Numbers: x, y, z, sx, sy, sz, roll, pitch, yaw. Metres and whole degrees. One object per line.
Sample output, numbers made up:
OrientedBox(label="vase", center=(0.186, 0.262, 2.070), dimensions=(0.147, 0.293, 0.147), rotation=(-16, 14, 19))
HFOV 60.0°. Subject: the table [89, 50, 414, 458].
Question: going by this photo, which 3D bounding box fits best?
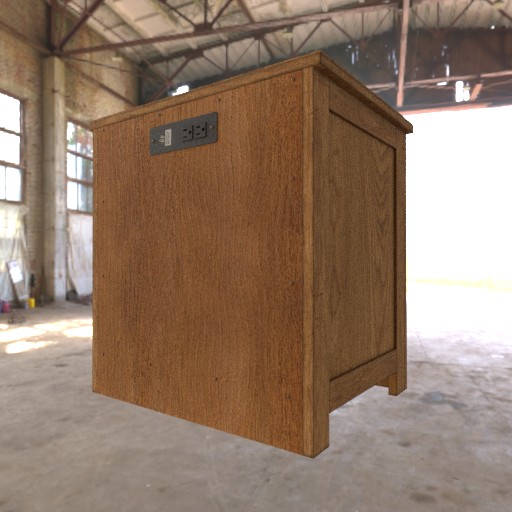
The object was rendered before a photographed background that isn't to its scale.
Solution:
OrientedBox(label="table", center=(0.000, 0.000, 1.046), dimensions=(0.601, 0.625, 0.494), rotation=(0, 0, 36))
